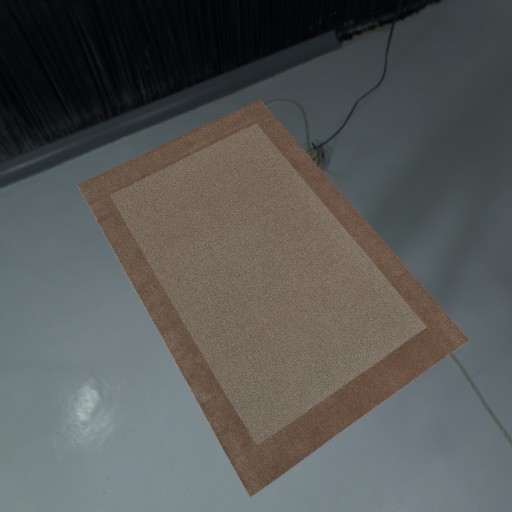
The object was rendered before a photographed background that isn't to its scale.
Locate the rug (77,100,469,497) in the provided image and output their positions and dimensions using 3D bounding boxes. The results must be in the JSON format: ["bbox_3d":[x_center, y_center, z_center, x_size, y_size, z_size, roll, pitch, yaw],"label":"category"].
[{"bbox_3d":[0.000,0.000,2.287,1.219,0.014,1.829,-30,67,-14],"label":"rug"}]
